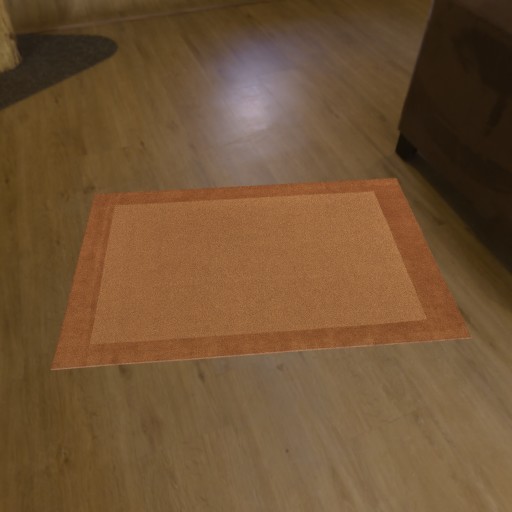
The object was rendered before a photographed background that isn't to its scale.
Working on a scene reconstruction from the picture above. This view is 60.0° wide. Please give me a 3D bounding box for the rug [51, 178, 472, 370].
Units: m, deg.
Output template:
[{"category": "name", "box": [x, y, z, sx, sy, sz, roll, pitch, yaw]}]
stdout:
[{"category": "rug", "box": [0.000, 0.000, 3.062, 2.438, 0.014, 1.524, -4, 48, -3]}]
